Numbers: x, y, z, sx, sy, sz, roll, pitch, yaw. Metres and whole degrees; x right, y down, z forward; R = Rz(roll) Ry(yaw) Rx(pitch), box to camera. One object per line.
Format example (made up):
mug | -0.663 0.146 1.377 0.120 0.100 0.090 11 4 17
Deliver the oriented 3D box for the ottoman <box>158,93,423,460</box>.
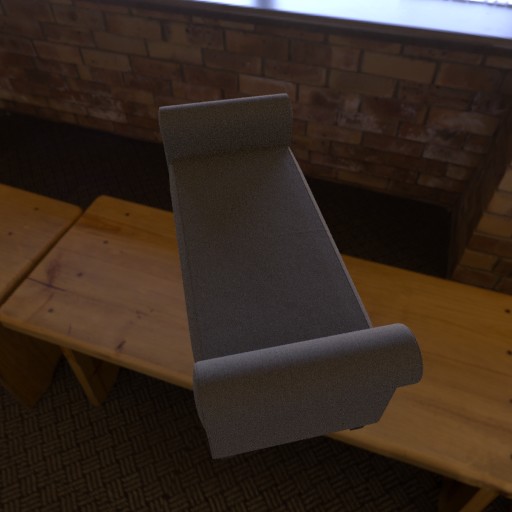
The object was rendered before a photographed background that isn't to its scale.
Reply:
ottoman | 0.000 0.000 1.536 0.521 0.547 1.256 -9 49 -8
